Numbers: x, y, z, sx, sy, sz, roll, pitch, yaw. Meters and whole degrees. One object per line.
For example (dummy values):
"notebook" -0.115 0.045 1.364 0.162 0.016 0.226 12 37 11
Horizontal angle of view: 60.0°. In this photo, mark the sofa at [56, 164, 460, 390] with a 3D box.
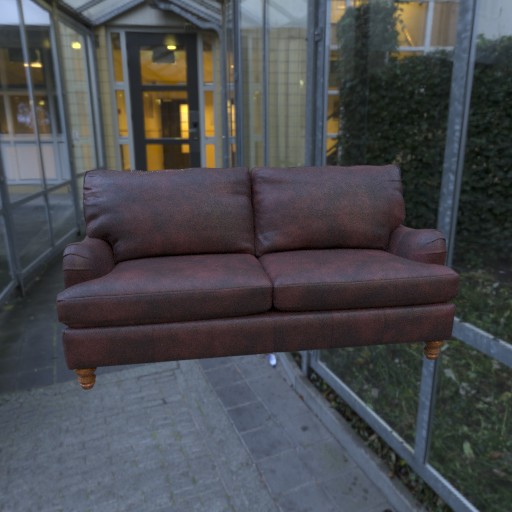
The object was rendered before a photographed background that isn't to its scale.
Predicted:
"sofa" 0.000 0.000 2.778 2.144 1.071 1.147 -3 16 -9
